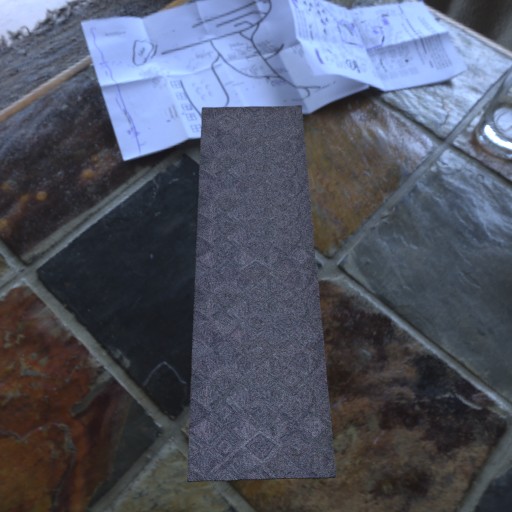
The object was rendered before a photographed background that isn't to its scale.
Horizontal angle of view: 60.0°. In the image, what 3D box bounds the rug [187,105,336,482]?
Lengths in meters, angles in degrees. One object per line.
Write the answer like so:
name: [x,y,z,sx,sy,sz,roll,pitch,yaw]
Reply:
rug: [0.000,0.000,2.541,0.691,0.011,2.296,-1,64,-1]
